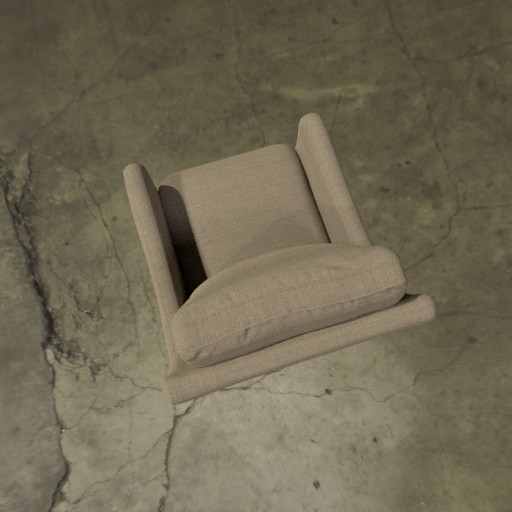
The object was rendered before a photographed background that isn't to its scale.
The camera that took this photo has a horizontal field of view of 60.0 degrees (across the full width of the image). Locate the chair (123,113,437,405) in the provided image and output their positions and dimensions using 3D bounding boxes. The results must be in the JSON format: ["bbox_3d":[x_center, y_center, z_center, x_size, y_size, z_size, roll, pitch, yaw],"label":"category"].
[{"bbox_3d":[0.000,0.000,1.362,0.626,0.914,0.694,-17,75,-5],"label":"chair"}]
